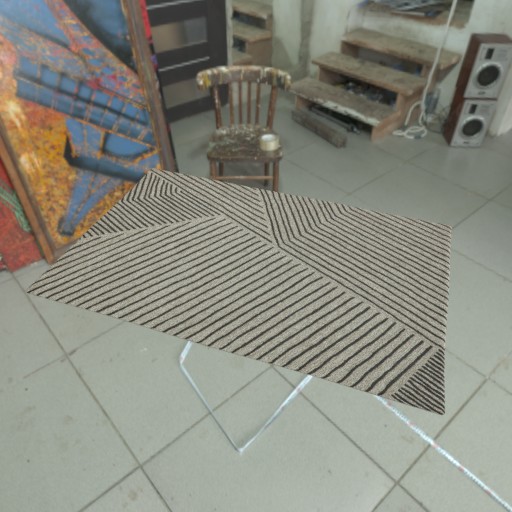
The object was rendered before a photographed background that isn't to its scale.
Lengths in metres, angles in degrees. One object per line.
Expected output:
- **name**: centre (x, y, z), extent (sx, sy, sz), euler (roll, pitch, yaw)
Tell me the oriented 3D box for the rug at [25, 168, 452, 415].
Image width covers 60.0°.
- **rug**: centre (0.000, 0.000, 2.903), extent (2.406, 0.023, 1.539), euler (13, 43, 14)
